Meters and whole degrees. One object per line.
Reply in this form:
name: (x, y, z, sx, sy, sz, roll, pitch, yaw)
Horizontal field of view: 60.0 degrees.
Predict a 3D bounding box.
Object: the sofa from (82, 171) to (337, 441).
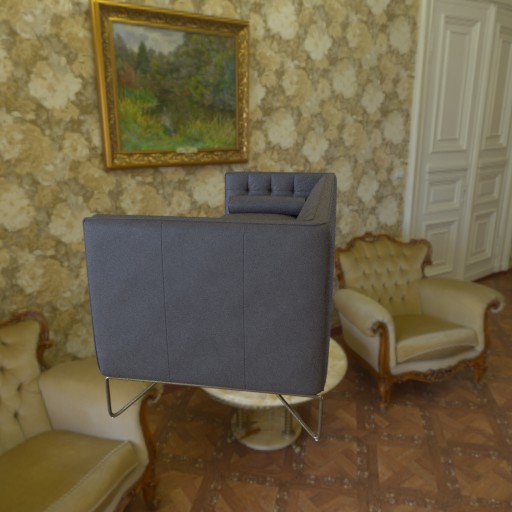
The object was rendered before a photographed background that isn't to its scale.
sofa: (0.000, 0.000, 2.499, 0.867, 0.789, 2.087, 3, 15, 10)
